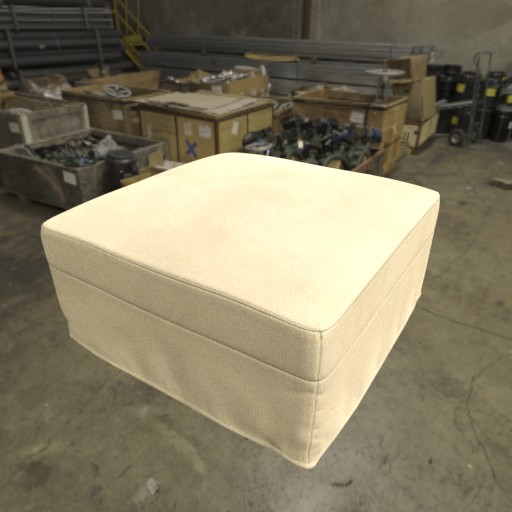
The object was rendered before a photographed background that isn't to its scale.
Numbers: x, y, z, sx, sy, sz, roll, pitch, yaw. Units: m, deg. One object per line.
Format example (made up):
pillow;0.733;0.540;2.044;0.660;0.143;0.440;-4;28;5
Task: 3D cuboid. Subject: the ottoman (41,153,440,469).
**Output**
ottoman;0.000;0.000;1.321;0.842;0.441;0.843;18;33;29
